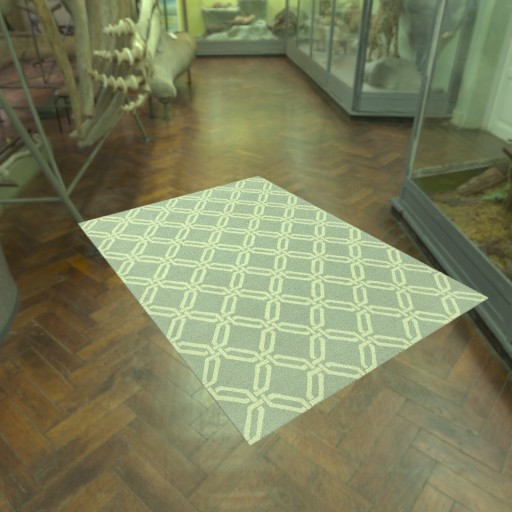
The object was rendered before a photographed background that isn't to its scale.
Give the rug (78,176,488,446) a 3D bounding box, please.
[{"bbox_3d":[0.000,0.000,4.313,2.438,0.013,3.353,-20,37,-29],"label":"rug"}]
